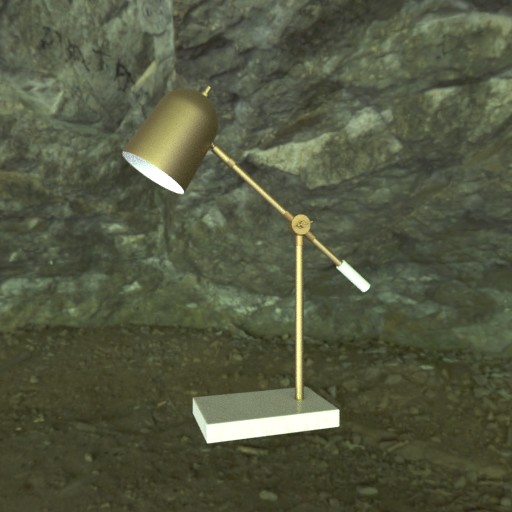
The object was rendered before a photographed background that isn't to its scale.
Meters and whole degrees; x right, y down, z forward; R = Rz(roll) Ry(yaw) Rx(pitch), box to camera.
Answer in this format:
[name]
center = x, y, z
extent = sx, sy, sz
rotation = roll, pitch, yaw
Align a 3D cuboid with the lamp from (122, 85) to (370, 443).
[lamp]
center = 0.000, 0.000, 0.813
extent = 0.471, 0.603, 0.144
rotation = 0, 0, -17
